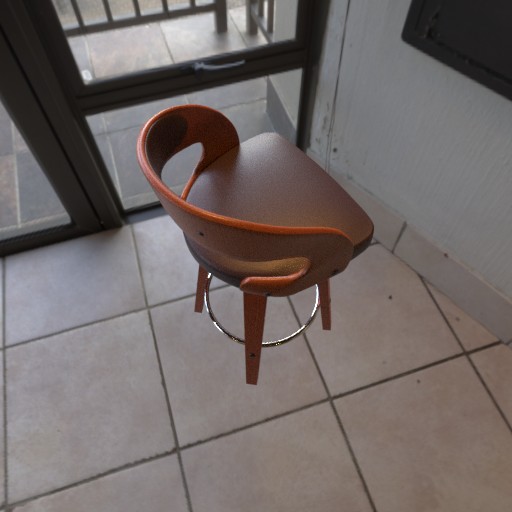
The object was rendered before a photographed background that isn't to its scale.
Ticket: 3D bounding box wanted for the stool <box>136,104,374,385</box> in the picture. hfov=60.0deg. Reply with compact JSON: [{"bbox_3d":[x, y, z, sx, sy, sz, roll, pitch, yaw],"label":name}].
[{"bbox_3d":[0.000,0.000,1.235,0.457,0.940,0.457,-32,64,-18],"label":"stool"}]
